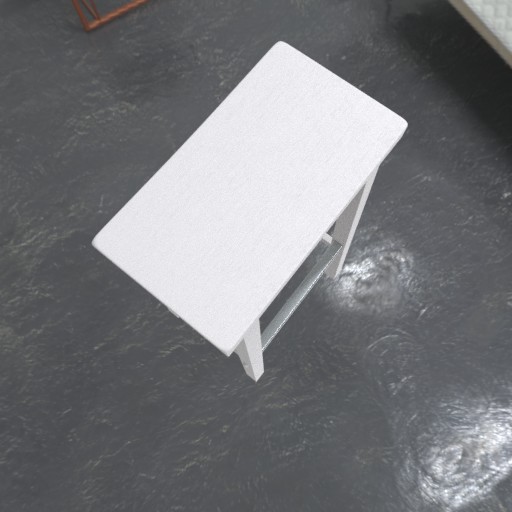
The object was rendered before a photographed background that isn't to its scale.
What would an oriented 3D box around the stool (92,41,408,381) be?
[{"bbox_3d":[0.000,0.000,0.951,0.322,0.742,0.406,37,77,10],"label":"stool"}]
